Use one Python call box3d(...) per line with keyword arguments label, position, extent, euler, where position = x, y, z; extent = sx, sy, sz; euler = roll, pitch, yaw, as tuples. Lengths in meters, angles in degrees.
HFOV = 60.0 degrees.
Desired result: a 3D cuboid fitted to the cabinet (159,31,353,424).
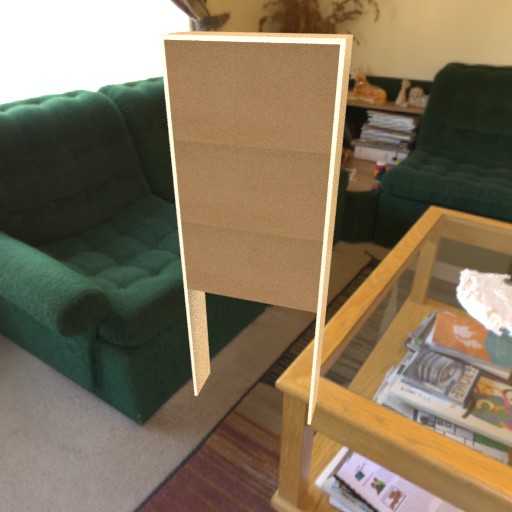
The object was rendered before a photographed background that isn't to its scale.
box3d(label="cabinet", position=(0.000, 0.000, 1.976), extent=(0.643, 1.770, 0.192), euler=(9, 31, 15))
